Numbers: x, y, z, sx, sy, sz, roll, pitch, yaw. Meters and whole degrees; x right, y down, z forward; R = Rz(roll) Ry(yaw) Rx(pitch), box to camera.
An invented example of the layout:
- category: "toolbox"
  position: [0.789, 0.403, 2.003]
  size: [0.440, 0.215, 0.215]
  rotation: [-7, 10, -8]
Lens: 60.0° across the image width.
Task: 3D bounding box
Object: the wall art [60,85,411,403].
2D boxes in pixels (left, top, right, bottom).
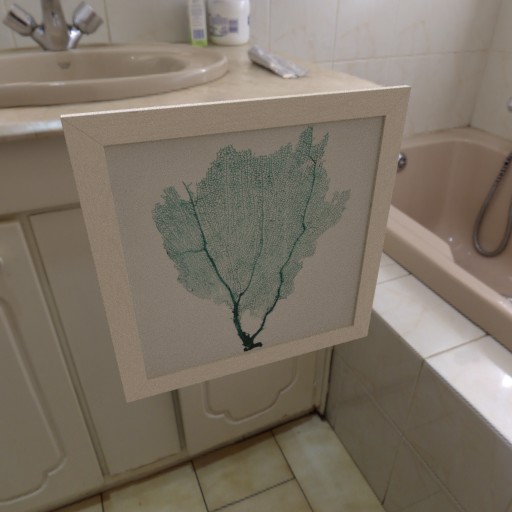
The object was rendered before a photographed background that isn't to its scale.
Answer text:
- category: "wall art"
  position: [0.000, 0.000, 0.844]
  size: [0.572, 0.577, 0.015]
  rotation: [-11, 34, -17]
